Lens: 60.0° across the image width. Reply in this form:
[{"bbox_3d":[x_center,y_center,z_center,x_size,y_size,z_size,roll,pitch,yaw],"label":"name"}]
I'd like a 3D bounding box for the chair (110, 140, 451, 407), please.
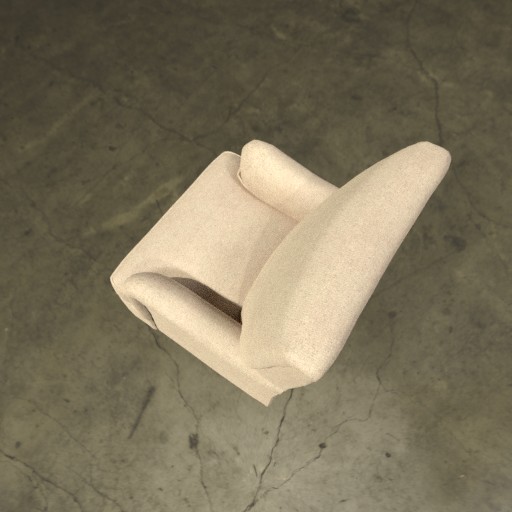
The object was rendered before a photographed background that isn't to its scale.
[{"bbox_3d":[0.000,0.000,1.818,0.953,1.119,0.879,31,67,15],"label":"chair"}]
